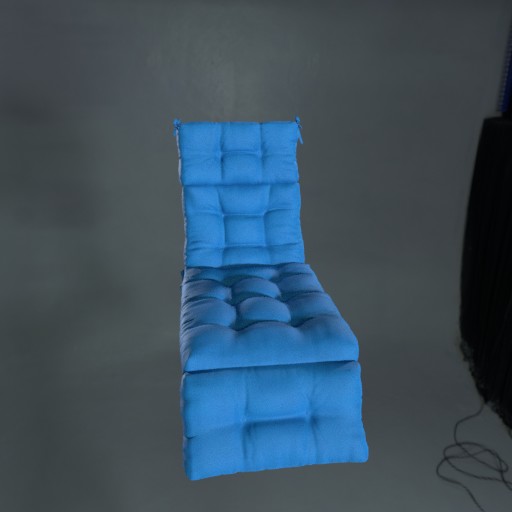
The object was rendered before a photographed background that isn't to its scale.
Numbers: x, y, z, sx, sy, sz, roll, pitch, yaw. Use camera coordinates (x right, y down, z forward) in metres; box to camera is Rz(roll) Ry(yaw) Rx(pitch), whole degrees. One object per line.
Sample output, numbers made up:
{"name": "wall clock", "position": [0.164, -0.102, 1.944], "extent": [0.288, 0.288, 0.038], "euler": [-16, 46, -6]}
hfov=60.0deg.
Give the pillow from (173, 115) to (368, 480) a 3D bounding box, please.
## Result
{"name": "pillow", "position": [0.000, 0.000, 1.465], "extent": [0.526, 0.863, 1.016], "euler": [-3, 19, -7]}
